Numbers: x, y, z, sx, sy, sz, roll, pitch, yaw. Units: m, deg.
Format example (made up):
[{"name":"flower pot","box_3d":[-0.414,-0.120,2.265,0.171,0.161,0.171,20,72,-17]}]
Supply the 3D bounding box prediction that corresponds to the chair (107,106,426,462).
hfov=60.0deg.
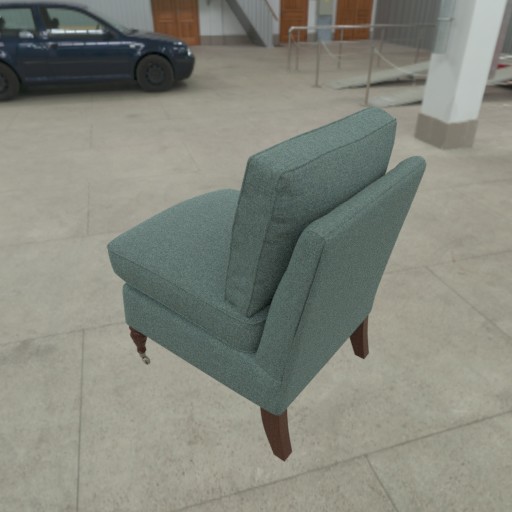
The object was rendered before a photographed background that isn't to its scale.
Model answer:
[{"name":"chair","box_3d":[0.000,0.000,1.432,0.796,0.901,0.624,21,37,31]}]
